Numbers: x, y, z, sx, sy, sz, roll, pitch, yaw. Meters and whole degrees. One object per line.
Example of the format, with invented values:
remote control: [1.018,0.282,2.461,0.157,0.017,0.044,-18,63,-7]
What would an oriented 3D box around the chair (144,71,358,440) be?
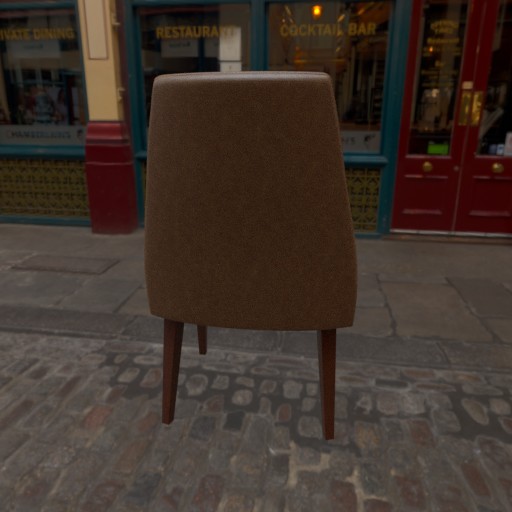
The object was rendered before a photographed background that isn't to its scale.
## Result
chair: [0.000,0.000,1.187,0.529,0.861,0.544,2,16,8]
